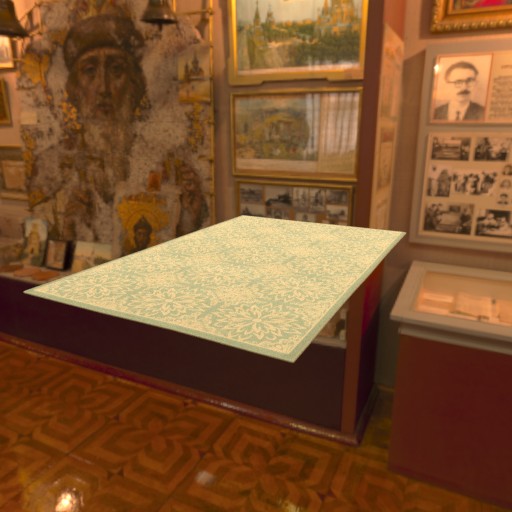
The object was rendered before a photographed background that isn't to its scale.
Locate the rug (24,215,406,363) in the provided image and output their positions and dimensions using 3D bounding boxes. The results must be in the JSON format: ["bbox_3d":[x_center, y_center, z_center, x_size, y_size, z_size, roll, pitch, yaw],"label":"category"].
[{"bbox_3d":[0.000,0.000,3.503,1.819,0.018,2.746,8,18,27],"label":"rug"}]
